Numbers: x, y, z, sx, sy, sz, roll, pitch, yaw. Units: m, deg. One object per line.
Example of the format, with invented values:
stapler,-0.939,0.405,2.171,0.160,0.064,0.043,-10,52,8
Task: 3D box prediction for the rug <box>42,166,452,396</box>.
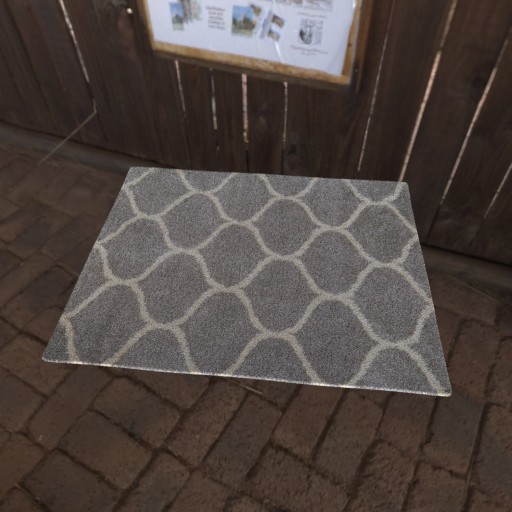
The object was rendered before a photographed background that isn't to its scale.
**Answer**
rug,0.000,0.000,4.005,3.000,0.026,2.399,4,48,4
